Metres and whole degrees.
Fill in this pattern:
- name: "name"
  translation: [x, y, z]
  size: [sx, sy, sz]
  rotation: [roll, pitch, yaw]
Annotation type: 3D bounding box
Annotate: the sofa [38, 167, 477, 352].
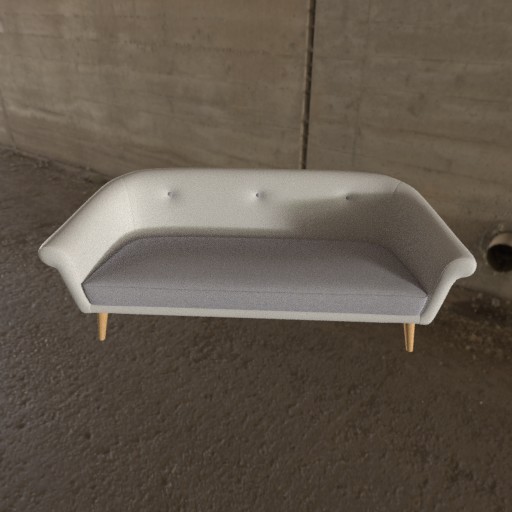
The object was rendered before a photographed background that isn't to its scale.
- name: "sofa"
  translation: [0.000, 0.000, 2.594]
  size: [2.160, 0.795, 0.827]
  rotation: [2, 29, 3]
